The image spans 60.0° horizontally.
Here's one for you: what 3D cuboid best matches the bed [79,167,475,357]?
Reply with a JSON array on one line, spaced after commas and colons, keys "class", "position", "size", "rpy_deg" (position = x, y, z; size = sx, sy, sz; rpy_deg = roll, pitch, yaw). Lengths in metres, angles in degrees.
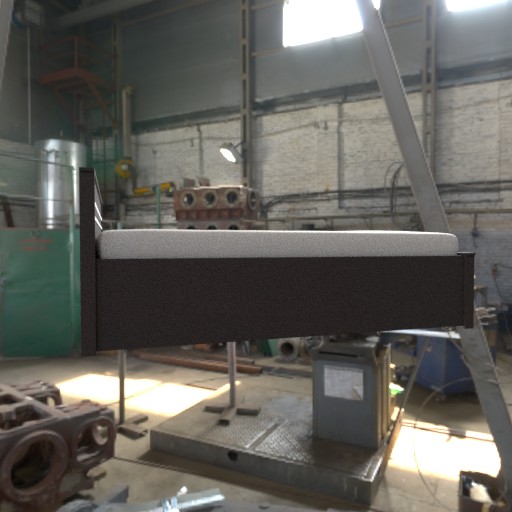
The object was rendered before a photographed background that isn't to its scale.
[{"class": "bed", "position": [0.000, 0.000, 2.983], "size": [2.103, 0.808, 1.634], "rpy_deg": [0, 2, -18]}]
